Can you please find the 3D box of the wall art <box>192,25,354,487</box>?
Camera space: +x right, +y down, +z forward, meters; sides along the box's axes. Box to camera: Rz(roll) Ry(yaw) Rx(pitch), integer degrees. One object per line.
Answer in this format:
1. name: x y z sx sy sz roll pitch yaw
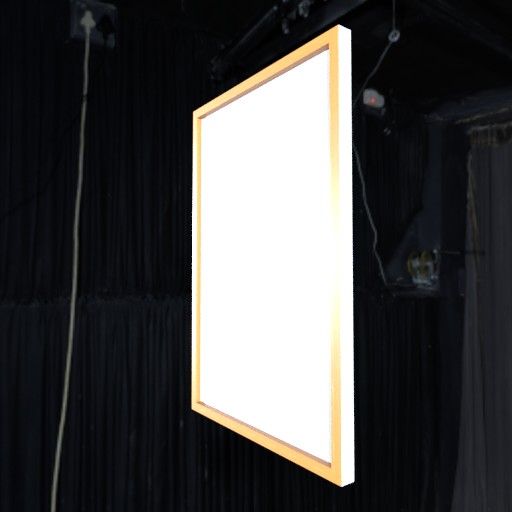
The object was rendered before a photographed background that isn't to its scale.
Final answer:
1. wall art: 0.000 0.000 0.751 0.025 0.608 0.405 1 -2 -36
